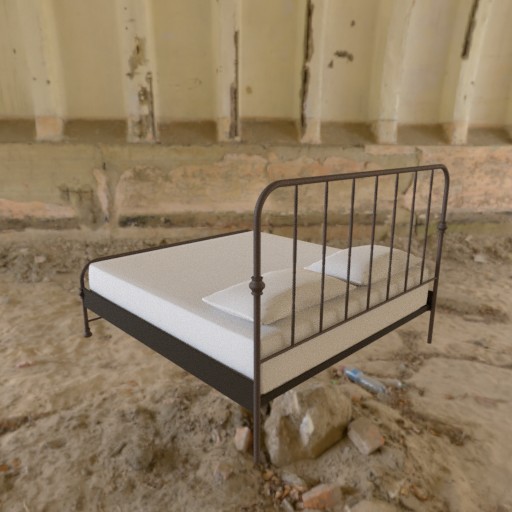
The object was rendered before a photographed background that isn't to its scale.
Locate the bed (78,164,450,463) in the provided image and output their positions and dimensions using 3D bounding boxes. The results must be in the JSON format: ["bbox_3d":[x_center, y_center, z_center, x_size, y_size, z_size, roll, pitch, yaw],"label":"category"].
[{"bbox_3d":[0.000,0.000,3.503,2.044,1.446,2.134,-14,21,-42],"label":"bed"}]
